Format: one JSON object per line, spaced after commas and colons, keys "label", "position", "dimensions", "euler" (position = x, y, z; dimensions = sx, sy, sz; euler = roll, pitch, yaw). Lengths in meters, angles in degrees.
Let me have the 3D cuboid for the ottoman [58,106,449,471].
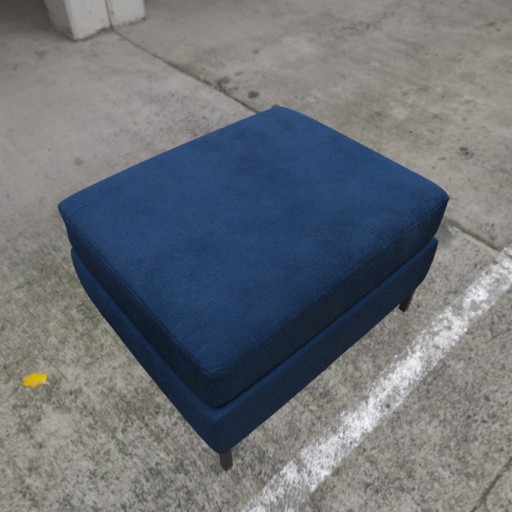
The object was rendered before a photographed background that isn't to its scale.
{"label": "ottoman", "position": [0.000, 0.000, 1.206], "dimensions": [0.794, 0.485, 0.655], "euler": [-32, 54, -28]}
